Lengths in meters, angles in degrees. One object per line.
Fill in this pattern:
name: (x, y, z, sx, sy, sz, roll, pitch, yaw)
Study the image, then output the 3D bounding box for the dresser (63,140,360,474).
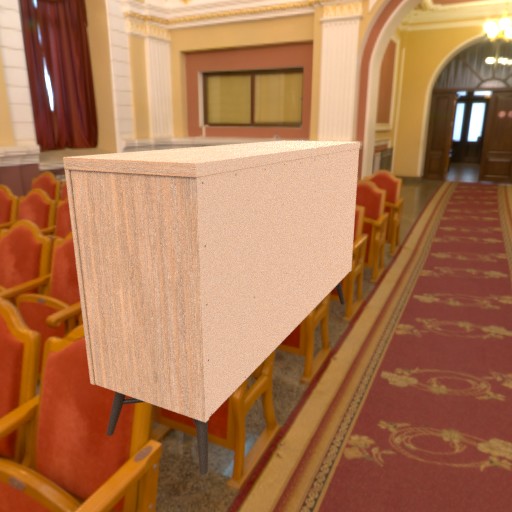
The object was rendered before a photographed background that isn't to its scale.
dresser: (0.000, 0.000, 1.915, 0.457, 0.914, 1.524, 8, 18, 26)
